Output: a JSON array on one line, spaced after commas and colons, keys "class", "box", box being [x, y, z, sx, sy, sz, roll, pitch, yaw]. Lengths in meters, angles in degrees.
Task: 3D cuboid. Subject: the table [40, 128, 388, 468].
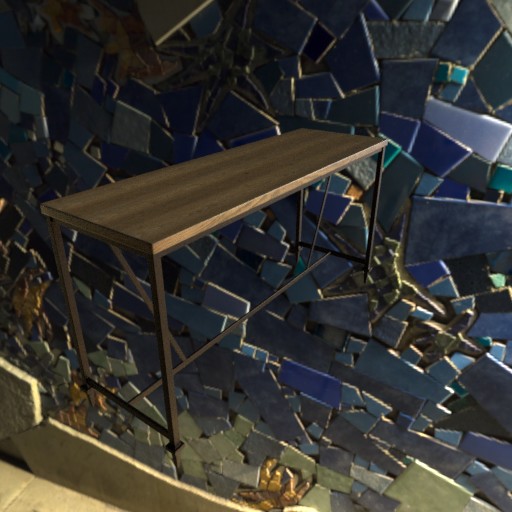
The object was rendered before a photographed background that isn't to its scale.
[{"class": "table", "box": [0.000, 0.000, 2.139, 0.551, 0.902, 1.700, 18, 31, 32]}]
